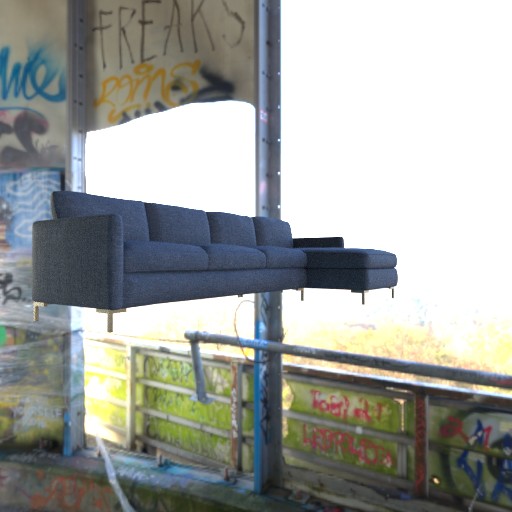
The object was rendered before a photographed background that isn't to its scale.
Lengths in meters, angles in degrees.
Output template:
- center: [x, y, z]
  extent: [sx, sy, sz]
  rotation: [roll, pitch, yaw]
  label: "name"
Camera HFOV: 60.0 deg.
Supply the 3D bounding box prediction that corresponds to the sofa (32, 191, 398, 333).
- center: [0.000, 0.000, 3.500]
  extent: [1.350, 0.810, 2.932]
  rotation: [0, 0, 35]
  label: "sofa"
